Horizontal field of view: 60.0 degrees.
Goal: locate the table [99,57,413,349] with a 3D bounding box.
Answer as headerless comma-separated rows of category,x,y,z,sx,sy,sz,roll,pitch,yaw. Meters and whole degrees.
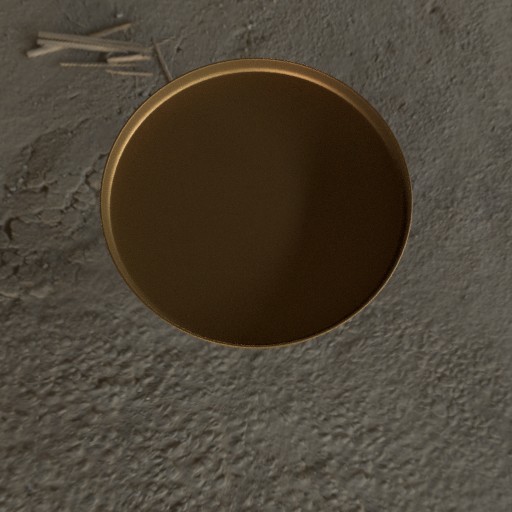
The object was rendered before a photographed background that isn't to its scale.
table,0.000,0.000,0.655,0.299,0.480,0.299,12,75,3
